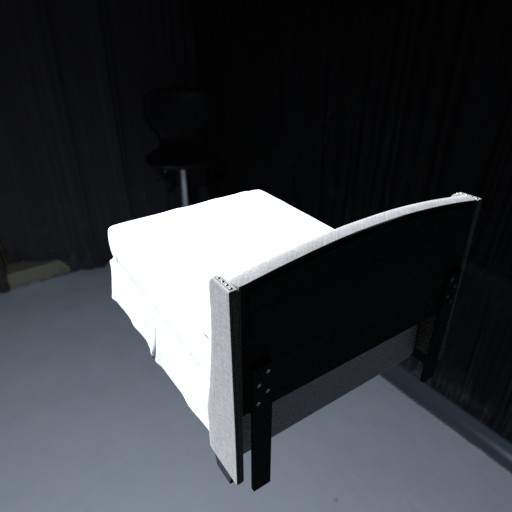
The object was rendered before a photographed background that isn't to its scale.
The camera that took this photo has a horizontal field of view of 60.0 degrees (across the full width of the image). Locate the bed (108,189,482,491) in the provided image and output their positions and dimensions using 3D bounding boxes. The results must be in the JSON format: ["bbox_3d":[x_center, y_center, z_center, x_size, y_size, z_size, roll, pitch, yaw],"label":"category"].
[{"bbox_3d":[0.000,0.000,3.239,1.710,1.407,2.237,-19,35,-29],"label":"bed"}]
